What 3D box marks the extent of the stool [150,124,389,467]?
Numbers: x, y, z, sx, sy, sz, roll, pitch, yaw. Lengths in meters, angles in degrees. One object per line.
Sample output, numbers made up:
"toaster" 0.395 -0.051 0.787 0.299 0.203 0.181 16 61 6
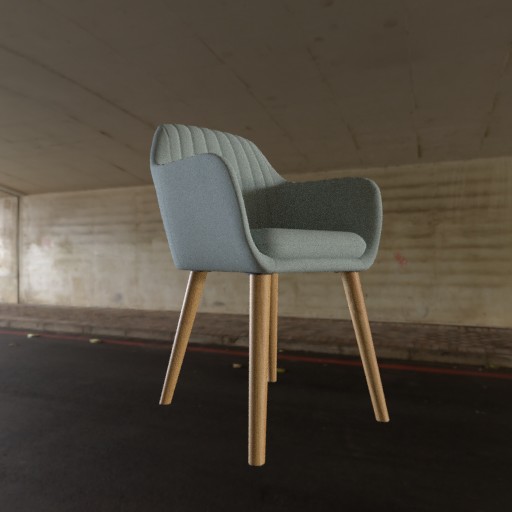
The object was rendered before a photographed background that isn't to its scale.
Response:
"stool" 0.000 0.000 1.230 0.503 0.830 0.590 0 0 -36
